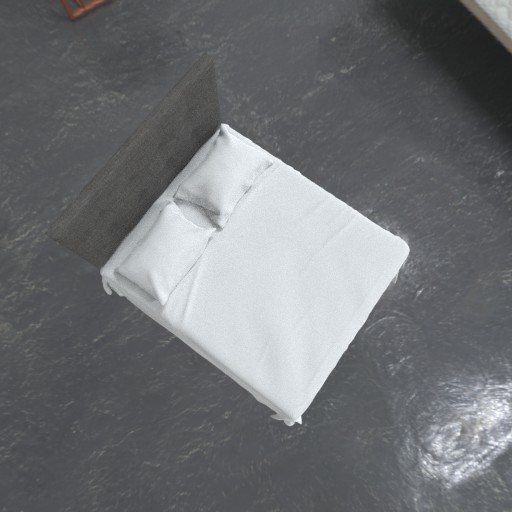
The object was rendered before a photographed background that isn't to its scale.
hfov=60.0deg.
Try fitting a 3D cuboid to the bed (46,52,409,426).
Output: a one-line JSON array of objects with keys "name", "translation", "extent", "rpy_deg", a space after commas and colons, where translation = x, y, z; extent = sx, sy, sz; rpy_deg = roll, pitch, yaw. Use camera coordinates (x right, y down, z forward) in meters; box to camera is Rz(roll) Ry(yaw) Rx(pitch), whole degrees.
[{"name": "bed", "translation": [0.000, 0.000, 3.494], "extent": [2.222, 1.577, 1.936], "rpy_deg": [35, 78, 8]}]
